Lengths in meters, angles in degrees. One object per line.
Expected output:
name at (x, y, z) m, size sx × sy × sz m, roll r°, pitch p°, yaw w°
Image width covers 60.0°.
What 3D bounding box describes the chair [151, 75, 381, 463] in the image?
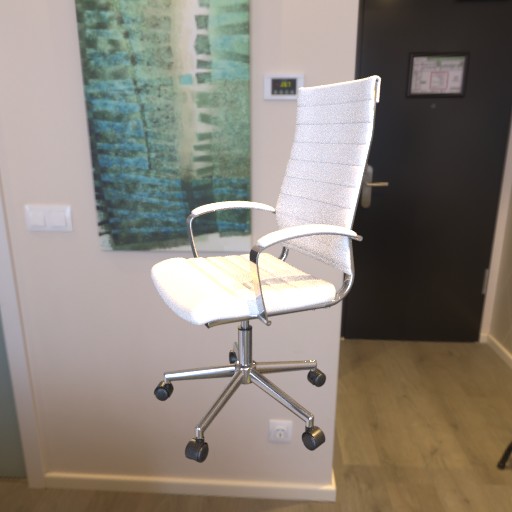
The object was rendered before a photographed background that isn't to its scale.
chair at (0.000, 0.000, 1.528) m, size 0.679 × 1.149 × 0.679 m, roll -8°, pitch 17°, yaw -26°
